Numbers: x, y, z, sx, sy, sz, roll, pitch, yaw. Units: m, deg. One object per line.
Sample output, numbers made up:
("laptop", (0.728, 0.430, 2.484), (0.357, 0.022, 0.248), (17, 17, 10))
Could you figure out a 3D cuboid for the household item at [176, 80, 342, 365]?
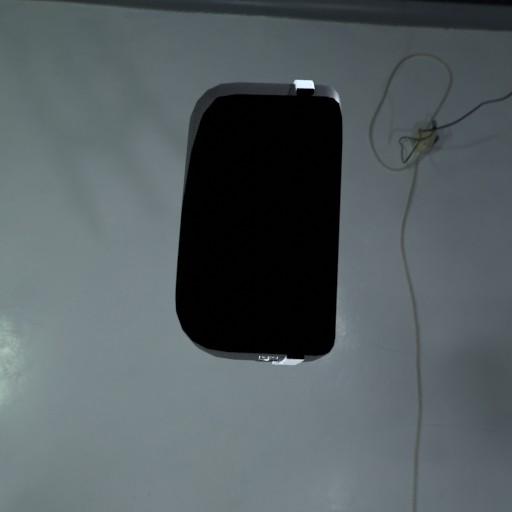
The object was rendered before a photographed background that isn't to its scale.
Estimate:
("household item", (0.000, 0.000, 0.147), (0.038, 0.114, 0.070), (2, 75, 1))
